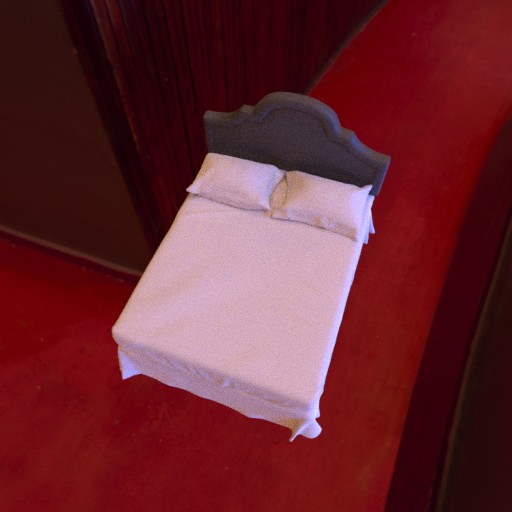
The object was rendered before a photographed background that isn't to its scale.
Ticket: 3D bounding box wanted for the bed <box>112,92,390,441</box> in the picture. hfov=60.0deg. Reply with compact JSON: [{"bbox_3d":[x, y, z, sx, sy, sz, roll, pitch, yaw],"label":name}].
[{"bbox_3d":[0.000,0.000,3.511,1.780,1.634,2.222,17,60,10],"label":"bed"}]
